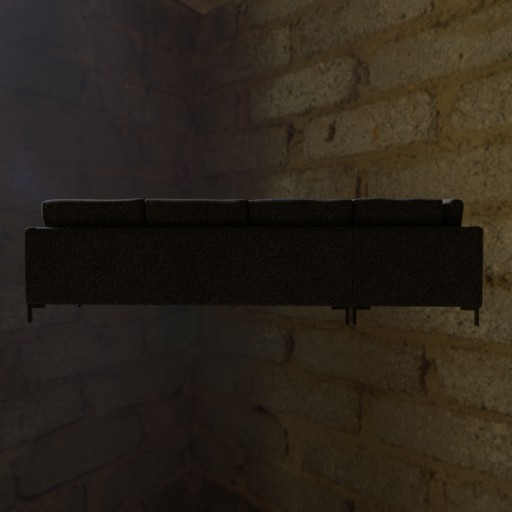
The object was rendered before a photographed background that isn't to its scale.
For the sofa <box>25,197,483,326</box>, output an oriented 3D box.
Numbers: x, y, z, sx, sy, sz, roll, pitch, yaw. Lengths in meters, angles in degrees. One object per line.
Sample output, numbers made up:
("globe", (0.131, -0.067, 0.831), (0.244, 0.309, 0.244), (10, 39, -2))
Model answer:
("sofa", (0.000, 0.000, 3.777), (2.949, 0.815, 2.007), (0, 2, 2))
